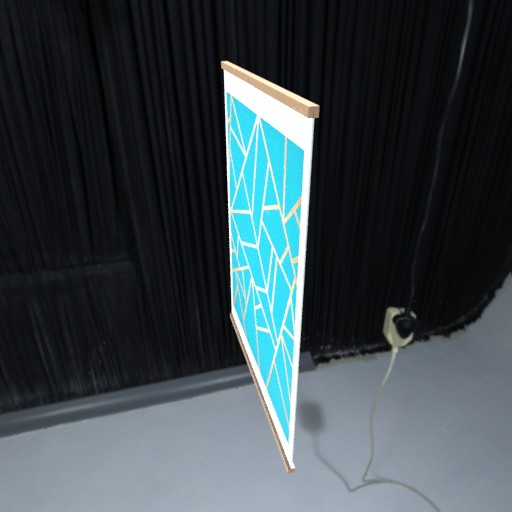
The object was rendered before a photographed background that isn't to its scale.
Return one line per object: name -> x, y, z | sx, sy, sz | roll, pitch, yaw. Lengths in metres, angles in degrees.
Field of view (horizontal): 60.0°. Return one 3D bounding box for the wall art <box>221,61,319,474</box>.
wall art -> 0.000, 0.000, 0.806 | 0.012, 0.608, 0.459 | -8, 30, -13
